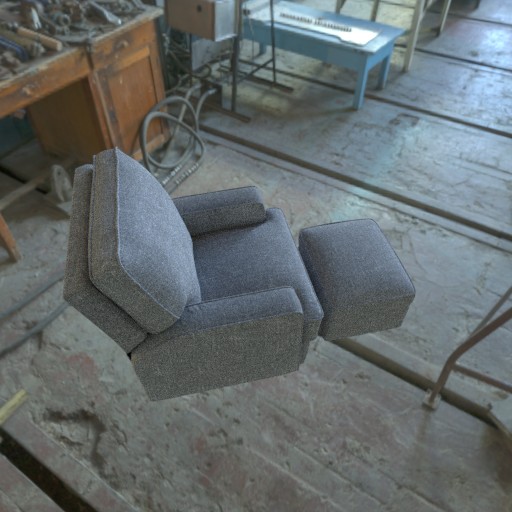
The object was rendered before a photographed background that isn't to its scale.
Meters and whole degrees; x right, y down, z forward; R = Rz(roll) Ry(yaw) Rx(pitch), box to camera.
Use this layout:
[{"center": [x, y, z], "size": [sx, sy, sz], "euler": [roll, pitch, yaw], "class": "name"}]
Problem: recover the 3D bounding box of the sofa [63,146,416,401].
[{"center": [0.000, 0.000, 2.075], "size": [1.472, 0.959, 0.861], "euler": [-9, 47, -8], "class": "sofa"}]
